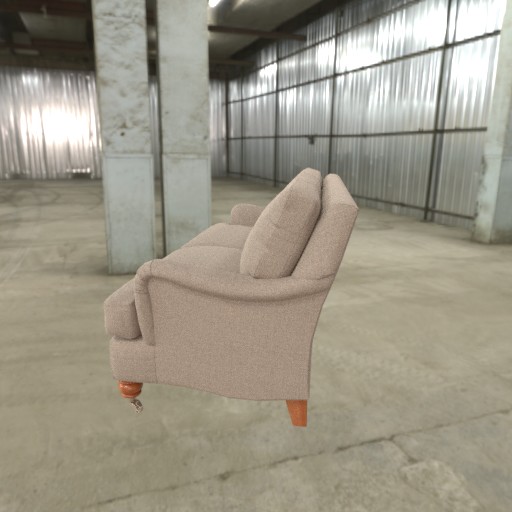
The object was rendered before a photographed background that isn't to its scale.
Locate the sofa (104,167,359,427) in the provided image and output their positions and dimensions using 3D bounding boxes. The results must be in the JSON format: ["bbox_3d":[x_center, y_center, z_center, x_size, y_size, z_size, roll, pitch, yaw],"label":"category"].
[{"bbox_3d":[0.000,0.000,2.837,1.087,1.054,2.160,2,14,8],"label":"sofa"}]
